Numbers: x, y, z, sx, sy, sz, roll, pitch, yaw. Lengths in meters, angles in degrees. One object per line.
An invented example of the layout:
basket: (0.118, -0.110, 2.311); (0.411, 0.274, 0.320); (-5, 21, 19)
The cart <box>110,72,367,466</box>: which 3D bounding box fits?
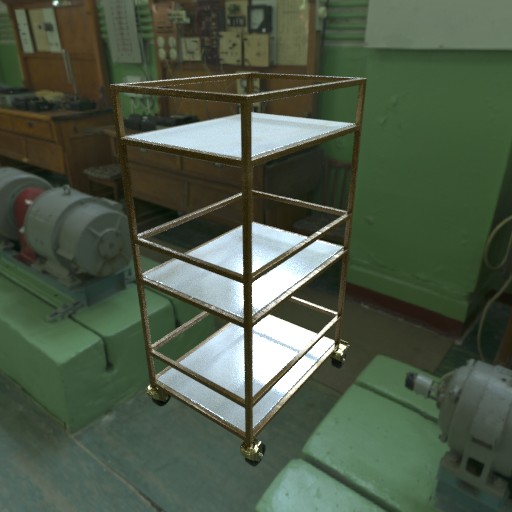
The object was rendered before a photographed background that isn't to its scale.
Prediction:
cart: (0.000, 0.000, 1.029); (0.332, 0.761, 0.483); (18, 31, 32)
